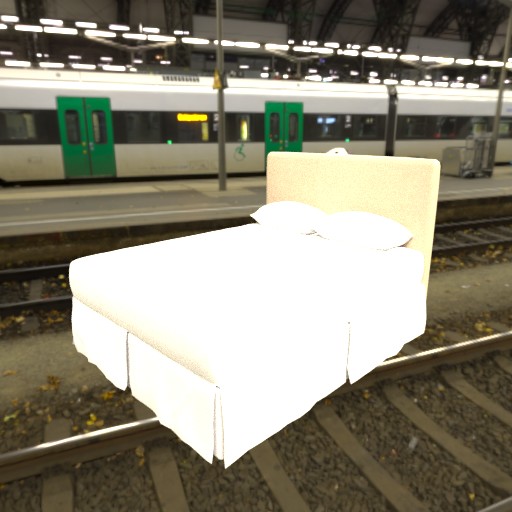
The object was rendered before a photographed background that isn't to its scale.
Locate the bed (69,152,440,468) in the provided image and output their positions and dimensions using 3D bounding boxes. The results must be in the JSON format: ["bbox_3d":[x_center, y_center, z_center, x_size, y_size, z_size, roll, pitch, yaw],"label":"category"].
[{"bbox_3d":[0.000,0.000,3.135,2.142,1.330,1.723,-15,22,-42],"label":"bed"}]
